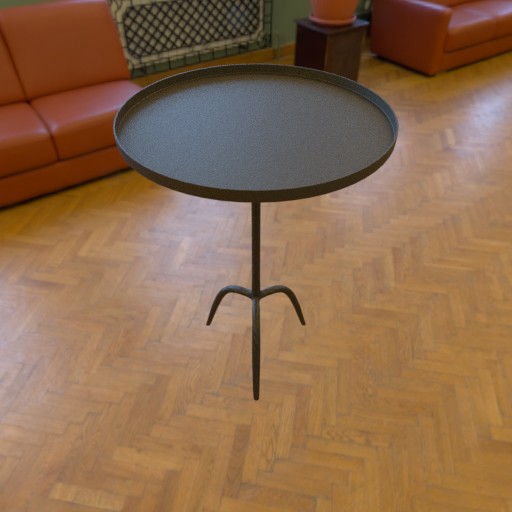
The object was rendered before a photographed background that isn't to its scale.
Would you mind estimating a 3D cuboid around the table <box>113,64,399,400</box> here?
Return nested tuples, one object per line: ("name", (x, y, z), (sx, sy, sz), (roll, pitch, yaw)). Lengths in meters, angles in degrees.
("table", (0.000, 0.000, 1.036), (0.502, 0.700, 0.502), (-26, 48, -26))
